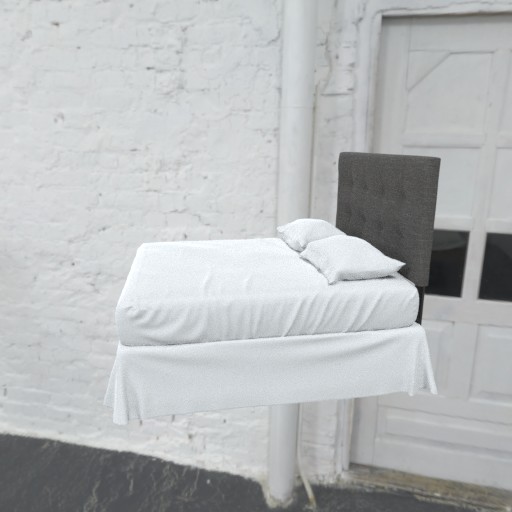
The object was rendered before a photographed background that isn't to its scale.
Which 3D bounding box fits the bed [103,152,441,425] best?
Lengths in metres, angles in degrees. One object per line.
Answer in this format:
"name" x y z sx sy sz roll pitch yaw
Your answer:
"bed" 0.000 0.000 3.517 2.222 1.577 1.936 -2 15 -9
